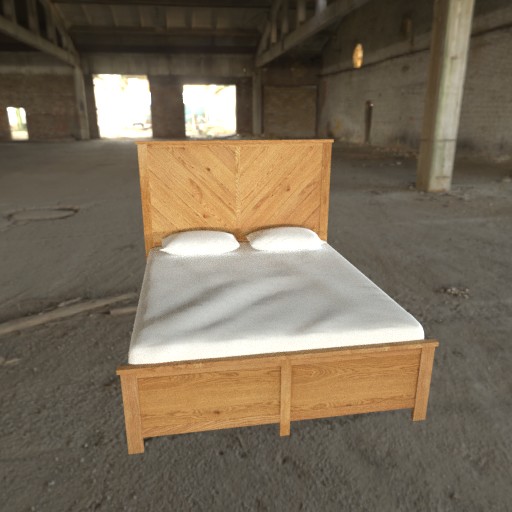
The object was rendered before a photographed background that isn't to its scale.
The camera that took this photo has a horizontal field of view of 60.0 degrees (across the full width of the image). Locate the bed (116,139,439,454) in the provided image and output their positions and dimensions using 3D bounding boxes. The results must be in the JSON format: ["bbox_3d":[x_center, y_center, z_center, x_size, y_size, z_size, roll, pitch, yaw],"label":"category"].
[{"bbox_3d":[0.000,0.000,3.555,1.936,1.686,2.201,-3,18,-9],"label":"bed"}]
